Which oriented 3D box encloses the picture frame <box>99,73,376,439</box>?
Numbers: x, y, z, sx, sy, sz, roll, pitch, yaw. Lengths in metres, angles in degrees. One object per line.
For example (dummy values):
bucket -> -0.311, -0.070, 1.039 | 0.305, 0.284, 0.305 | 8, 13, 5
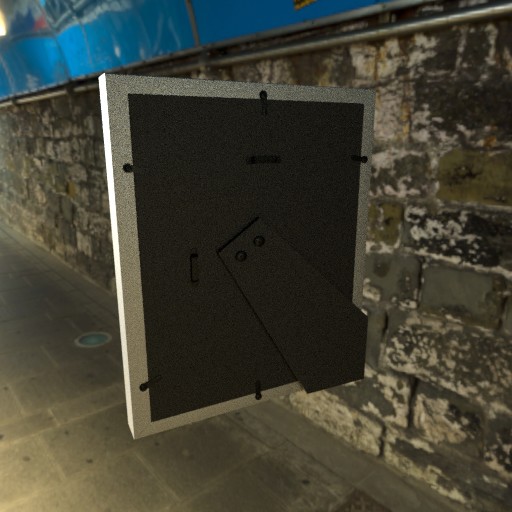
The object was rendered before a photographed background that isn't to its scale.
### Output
picture frame -> 0.000, 0.000, 0.387 | 0.233, 0.282, 0.036 | -7, 17, -26
